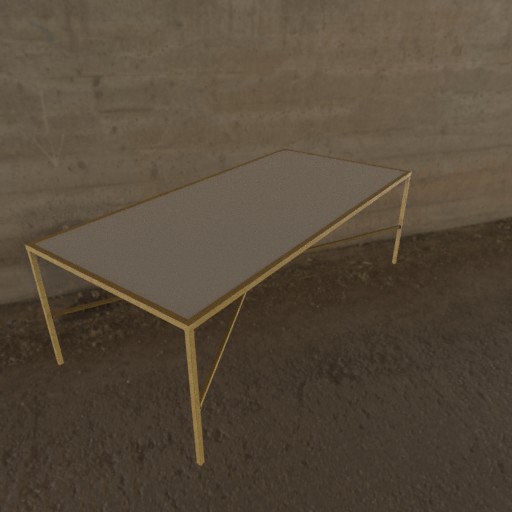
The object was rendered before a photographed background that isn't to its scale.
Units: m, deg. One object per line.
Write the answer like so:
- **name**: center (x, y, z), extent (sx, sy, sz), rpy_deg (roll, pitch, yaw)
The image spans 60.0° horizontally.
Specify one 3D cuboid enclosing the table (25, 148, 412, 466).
- **table**: center (0.000, 0.000, 1.504), extent (0.580, 0.398, 1.206), rpy_deg (19, 33, 32)
